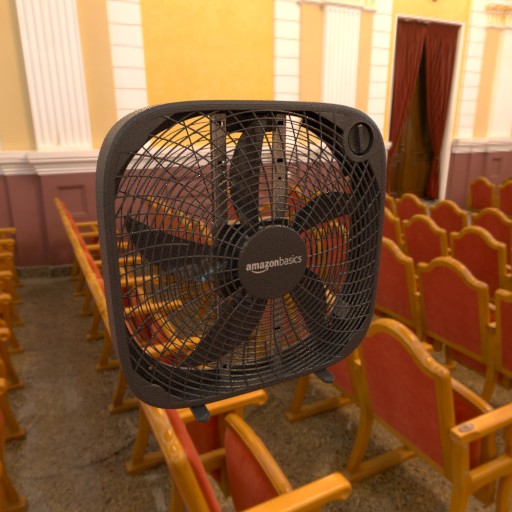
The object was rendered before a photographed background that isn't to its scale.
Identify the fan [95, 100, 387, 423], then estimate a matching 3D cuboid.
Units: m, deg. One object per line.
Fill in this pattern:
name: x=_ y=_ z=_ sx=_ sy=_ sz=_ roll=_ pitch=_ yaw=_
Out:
fan: x=0.000 y=0.000 z=0.808 sx=0.526 sy=0.533 sz=0.142 roll=-8 pitch=19 yaw=-25
